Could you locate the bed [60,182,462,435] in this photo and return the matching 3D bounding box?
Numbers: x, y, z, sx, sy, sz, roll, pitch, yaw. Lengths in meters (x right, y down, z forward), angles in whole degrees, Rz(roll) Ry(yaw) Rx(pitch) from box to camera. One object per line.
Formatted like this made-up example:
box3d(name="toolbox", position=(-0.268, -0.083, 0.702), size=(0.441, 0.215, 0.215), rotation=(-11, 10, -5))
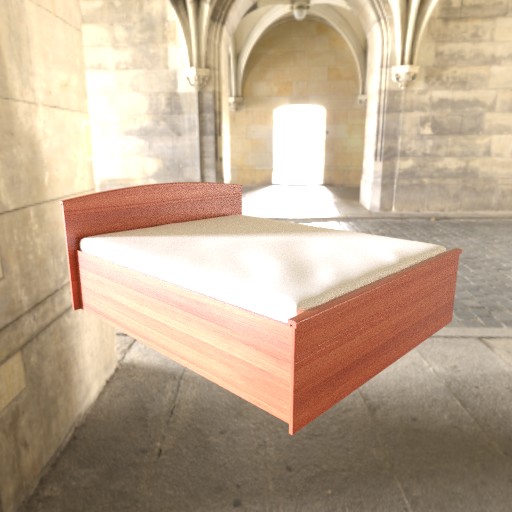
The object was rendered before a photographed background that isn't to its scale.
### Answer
box3d(name="bed", position=(0.000, 0.000, 2.966), size=(2.053, 0.848, 1.683), rotation=(13, 19, 42))
